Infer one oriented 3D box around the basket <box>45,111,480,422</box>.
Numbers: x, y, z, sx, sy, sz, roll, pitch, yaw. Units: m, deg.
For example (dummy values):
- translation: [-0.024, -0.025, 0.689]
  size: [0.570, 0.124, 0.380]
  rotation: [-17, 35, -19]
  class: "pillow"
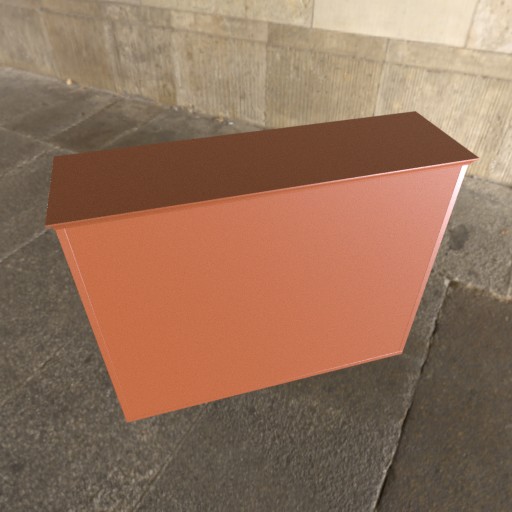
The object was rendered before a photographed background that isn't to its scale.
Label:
- translation: [0.000, 0.000, 1.115]
  size: [0.792, 0.625, 0.376]
  rotation: [-11, 42, -12]
  class: "basket"
